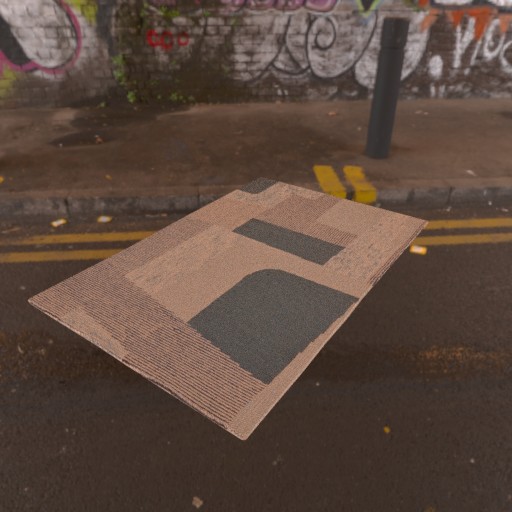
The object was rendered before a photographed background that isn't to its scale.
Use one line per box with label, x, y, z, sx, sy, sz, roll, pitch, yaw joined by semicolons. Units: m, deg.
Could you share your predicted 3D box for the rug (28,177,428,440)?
rug;0.000;0.000;2.342;1.238;0.020;1.847;21;37;30
